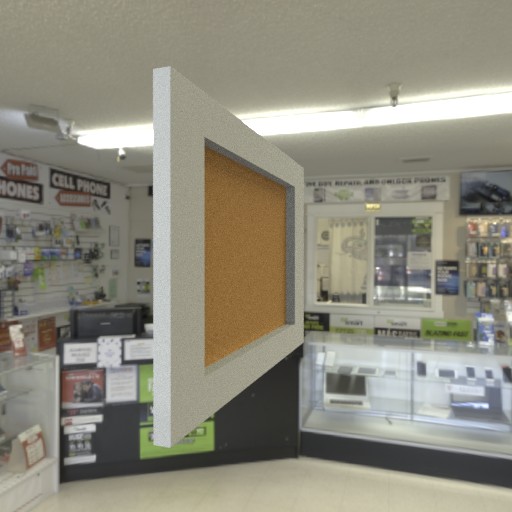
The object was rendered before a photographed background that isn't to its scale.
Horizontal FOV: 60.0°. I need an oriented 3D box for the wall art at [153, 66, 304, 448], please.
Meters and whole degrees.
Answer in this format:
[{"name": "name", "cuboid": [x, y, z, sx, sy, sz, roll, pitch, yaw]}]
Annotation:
[{"name": "wall art", "cuboid": [0.000, 0.000, 1.147, 0.033, 0.617, 0.906, 0, 0, 20]}]
